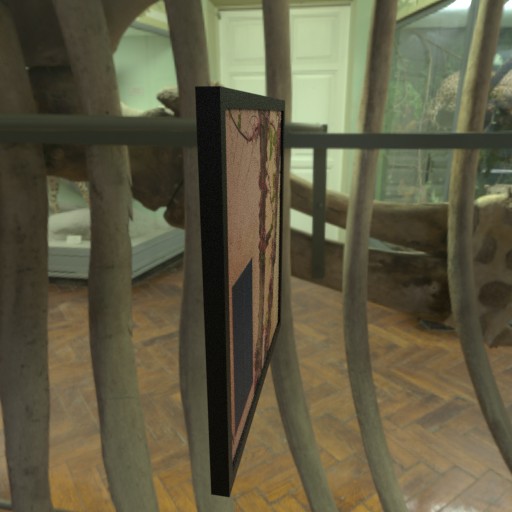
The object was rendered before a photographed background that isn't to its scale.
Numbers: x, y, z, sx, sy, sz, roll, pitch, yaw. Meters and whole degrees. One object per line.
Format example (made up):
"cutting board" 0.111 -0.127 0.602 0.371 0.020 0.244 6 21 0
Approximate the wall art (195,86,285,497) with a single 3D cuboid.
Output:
"wall art" 0.000 0.000 1.121 0.038 0.762 0.762 3 18 10
